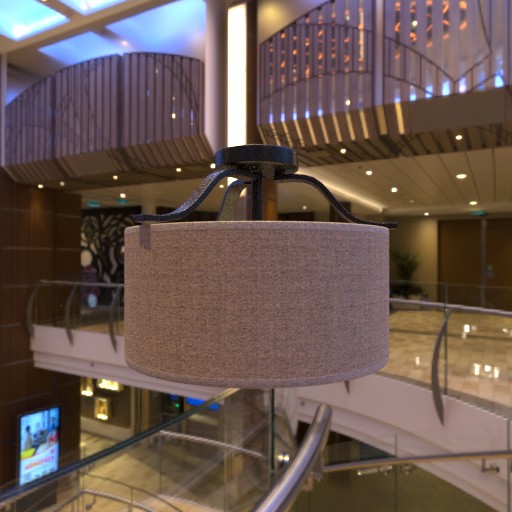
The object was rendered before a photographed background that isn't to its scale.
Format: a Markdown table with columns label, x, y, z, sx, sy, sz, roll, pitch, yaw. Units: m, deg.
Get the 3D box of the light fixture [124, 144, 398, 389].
| label | x | y | z | sx | sy | sz | roll | pitch | yaw |
| --- | --- | --- | --- | --- | --- | --- | --- | --- | --- |
| light fixture | 0.000 | 0.000 | 0.672 | 0.390 | 0.306 | 0.390 | 0 | 0 | 0 |
